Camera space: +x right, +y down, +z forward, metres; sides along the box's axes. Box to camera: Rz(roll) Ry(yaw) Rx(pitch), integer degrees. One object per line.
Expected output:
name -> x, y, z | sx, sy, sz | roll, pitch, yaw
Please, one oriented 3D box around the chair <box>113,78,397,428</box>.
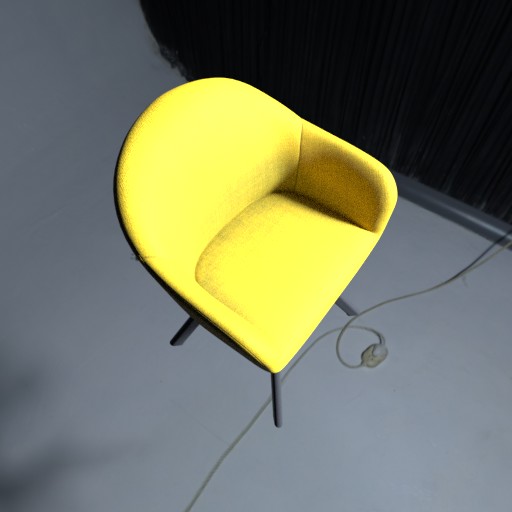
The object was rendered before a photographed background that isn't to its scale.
chair -> 0.000, 0.000, 1.202 | 0.550, 0.795, 0.590 | 32, 62, 20
